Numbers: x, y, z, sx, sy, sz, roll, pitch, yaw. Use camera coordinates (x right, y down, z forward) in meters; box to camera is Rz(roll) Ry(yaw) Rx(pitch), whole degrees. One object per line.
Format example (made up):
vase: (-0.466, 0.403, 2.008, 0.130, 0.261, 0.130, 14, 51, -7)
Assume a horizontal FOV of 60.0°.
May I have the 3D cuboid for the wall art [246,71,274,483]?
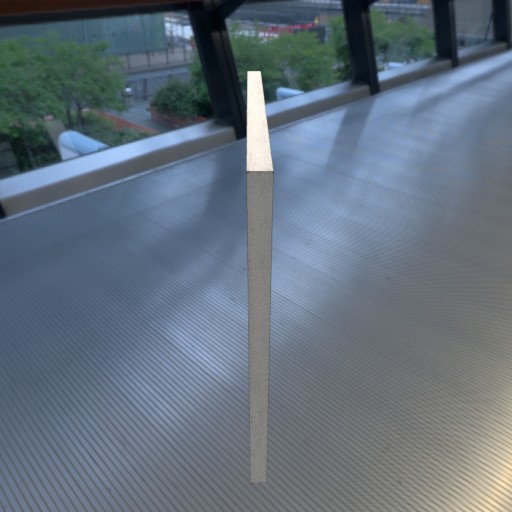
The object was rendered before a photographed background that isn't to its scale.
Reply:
wall art: (0.000, 0.000, 1.144, 0.038, 0.762, 0.762, 0, 32, -1)
